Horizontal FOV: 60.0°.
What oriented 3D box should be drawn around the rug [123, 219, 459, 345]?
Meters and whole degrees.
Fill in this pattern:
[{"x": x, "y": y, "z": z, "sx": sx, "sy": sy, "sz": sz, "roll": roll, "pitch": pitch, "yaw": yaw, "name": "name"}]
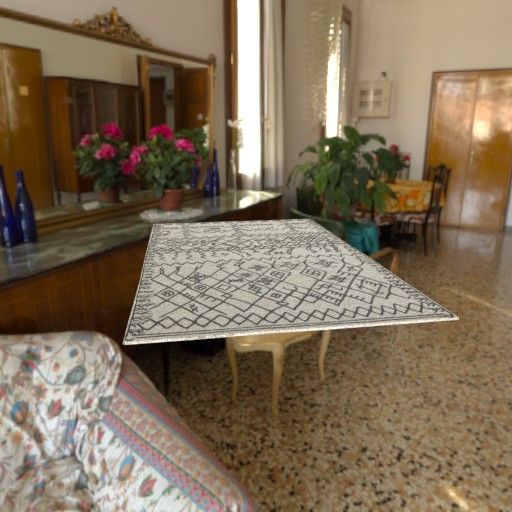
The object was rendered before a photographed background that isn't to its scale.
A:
[{"x": 0.000, "y": 0.000, "z": 4.871, "sx": 2.393, "sy": 0.019, "sz": 3.824, "roll": -3, "pitch": 16, "yaw": -9, "name": "rug"}]
